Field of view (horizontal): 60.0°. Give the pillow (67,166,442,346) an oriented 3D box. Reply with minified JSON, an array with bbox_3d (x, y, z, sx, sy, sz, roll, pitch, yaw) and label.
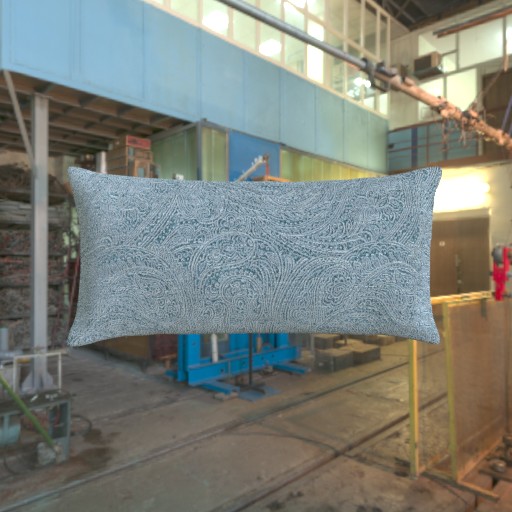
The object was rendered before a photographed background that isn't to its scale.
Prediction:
[{"bbox_3d":[0.000,0.000,0.727,0.615,0.295,0.151,0,0,-1],"label":"pillow"}]
